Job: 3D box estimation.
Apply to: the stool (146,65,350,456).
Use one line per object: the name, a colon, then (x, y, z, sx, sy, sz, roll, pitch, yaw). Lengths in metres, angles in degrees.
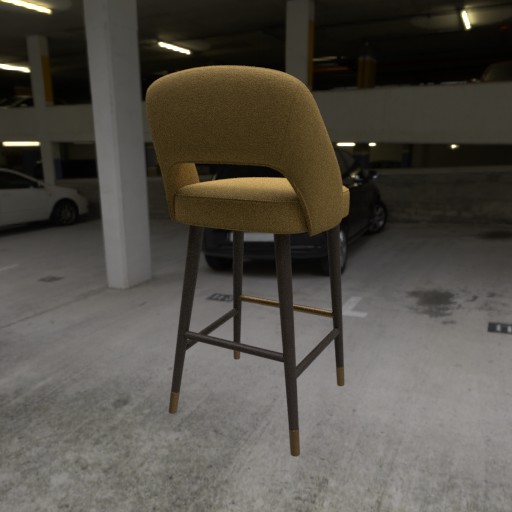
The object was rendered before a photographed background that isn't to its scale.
stool: (0.000, 0.000, 1.376, 0.536, 1.032, 0.522, 8, 16, 27)
